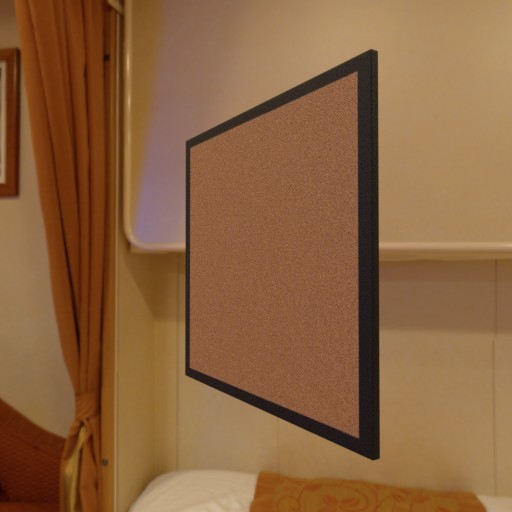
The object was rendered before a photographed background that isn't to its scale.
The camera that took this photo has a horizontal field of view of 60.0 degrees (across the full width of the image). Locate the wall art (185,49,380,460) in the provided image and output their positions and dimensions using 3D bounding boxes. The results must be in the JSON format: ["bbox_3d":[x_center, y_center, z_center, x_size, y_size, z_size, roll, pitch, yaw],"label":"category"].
[{"bbox_3d":[0.000,0.000,0.979,0.016,0.659,0.663,1,-1,-35],"label":"wall art"}]
